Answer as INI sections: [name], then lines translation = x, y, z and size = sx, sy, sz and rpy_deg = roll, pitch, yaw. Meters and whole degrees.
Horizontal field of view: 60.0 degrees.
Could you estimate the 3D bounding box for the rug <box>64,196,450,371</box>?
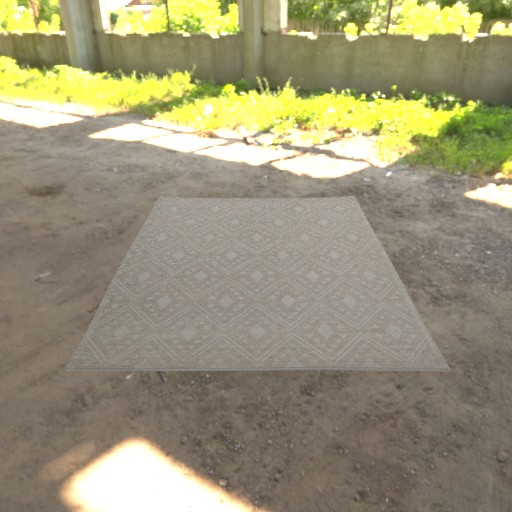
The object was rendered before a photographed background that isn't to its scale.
[rug]
translation = 0.000, 0.000, 4.056
size = 2.399, 0.054, 3.011
rpy_deg = 0, 28, 0
